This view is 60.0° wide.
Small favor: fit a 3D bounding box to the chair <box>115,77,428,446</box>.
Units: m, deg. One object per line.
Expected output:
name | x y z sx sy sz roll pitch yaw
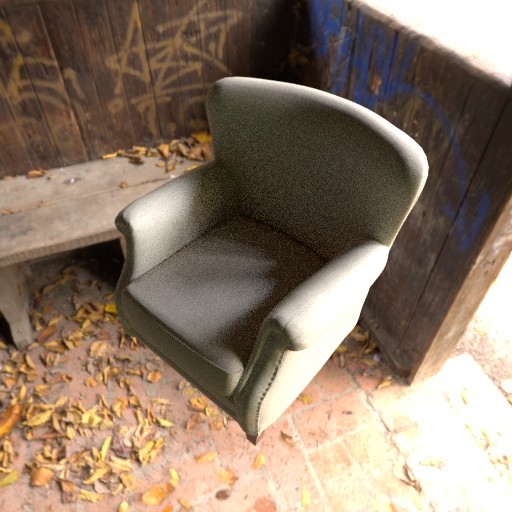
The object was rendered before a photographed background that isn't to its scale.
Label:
chair | 0.000 0.000 1.639 0.861 0.936 0.921 31 54 26
